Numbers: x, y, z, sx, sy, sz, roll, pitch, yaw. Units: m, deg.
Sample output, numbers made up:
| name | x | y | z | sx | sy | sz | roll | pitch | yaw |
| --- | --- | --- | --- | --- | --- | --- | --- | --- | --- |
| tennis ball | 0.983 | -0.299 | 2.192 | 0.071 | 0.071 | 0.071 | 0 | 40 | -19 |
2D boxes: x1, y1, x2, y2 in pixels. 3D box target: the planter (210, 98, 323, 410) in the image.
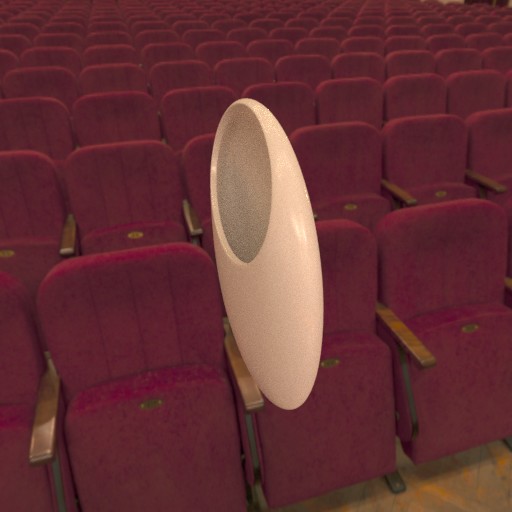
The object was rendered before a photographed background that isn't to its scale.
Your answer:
| name | x | y | z | sx | sy | sz | roll | pitch | yaw |
| --- | --- | --- | --- | --- | --- | --- | --- | --- | --- |
| planter | 0.000 | 0.000 | 0.280 | 0.043 | 0.188 | 0.185 | -8 | 31 | -14 |
